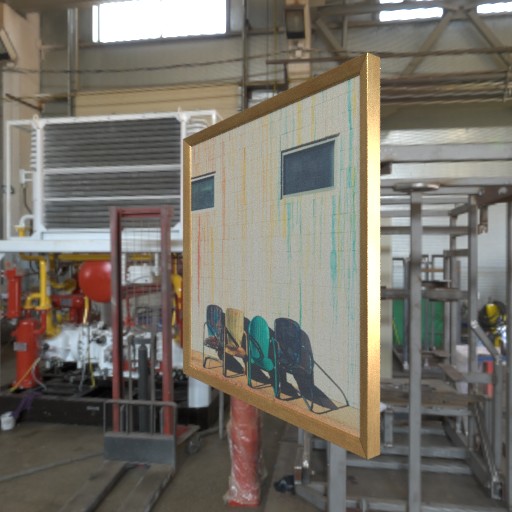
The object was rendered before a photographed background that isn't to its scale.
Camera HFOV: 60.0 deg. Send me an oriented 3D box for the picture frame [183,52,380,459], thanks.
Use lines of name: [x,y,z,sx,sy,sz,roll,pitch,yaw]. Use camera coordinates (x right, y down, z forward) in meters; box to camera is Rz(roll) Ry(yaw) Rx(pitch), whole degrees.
picture frame: [0.000,0.000,1.144,0.037,0.761,0.758,0,0,-36]
